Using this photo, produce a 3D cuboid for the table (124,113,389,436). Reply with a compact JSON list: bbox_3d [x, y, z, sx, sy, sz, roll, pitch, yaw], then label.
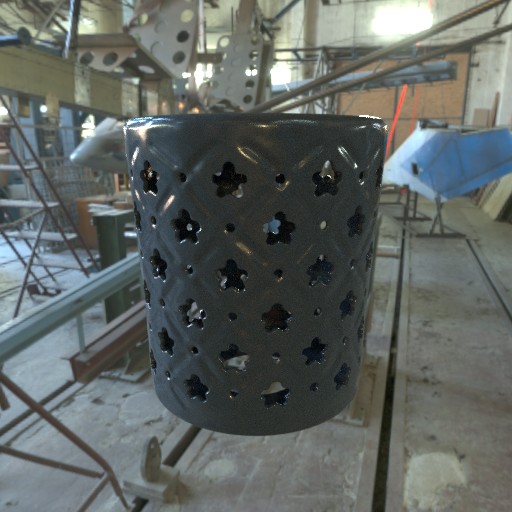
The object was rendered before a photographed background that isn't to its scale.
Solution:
[{"bbox_3d":[0.000,0.000,0.653,0.352,0.387,0.352,0,14,0],"label":"table"}]
